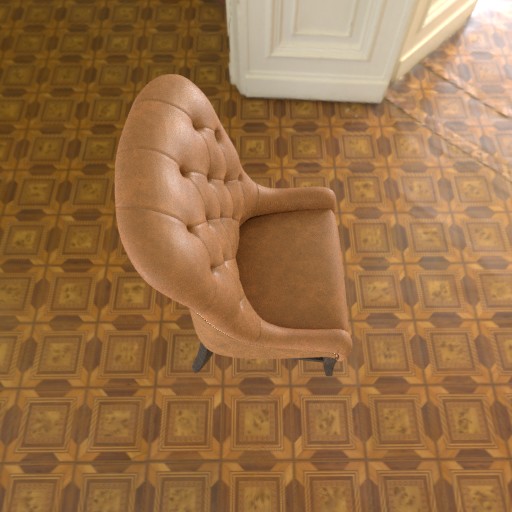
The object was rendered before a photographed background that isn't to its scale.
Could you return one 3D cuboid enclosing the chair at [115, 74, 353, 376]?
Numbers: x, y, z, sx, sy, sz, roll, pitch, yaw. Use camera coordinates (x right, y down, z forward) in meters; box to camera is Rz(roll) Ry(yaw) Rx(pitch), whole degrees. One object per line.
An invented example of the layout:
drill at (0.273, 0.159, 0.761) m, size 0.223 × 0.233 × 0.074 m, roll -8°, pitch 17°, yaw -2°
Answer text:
chair at (0.000, 0.000, 1.466) m, size 0.629 × 1.091 × 0.634 m, roll -1°, pitch 64°, yaw 0°
